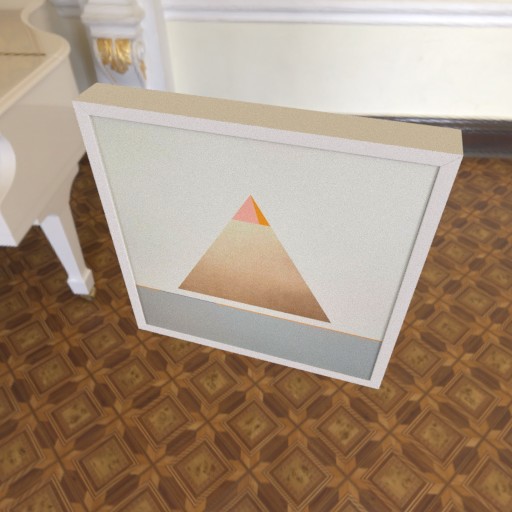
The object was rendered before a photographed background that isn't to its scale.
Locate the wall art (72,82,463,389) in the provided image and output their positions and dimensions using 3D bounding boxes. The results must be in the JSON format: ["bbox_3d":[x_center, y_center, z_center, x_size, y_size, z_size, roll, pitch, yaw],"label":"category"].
[{"bbox_3d":[0.000,0.000,0.450,0.305,0.304,0.038,12,44,12],"label":"wall art"}]
